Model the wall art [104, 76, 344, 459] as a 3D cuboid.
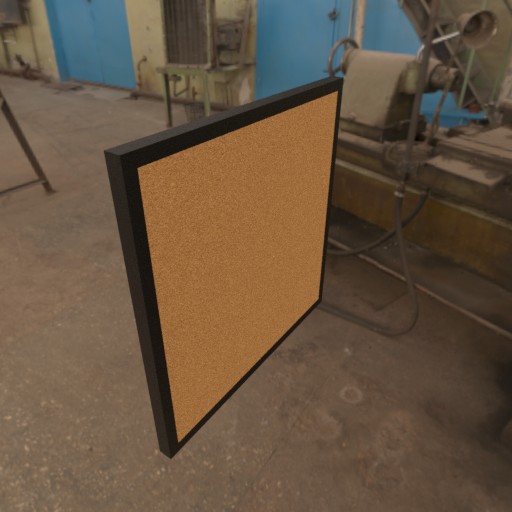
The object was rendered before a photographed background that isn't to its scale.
[{"bbox_3d":[0.000,0.000,1.144,0.038,0.762,0.762,21,38,30],"label":"wall art"}]
